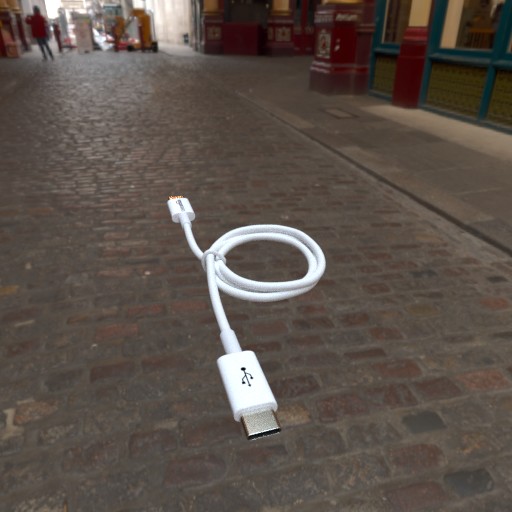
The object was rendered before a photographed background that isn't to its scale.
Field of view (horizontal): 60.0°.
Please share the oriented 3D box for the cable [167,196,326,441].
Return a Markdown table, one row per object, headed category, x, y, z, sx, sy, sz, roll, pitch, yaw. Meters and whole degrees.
| category | x | y | z | sx | sy | sz | roll | pitch | yaw |
| --- | --- | --- | --- | --- | --- | --- | --- | --- | --- |
| cable | 0.000 | 0.000 | 0.223 | 0.070 | 0.014 | 0.203 | -8 | 29 | -15 |
